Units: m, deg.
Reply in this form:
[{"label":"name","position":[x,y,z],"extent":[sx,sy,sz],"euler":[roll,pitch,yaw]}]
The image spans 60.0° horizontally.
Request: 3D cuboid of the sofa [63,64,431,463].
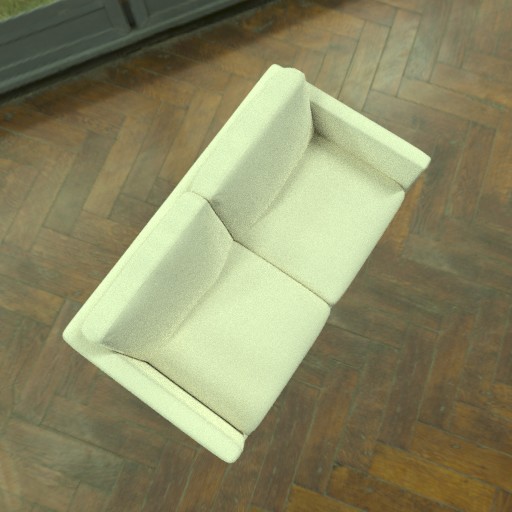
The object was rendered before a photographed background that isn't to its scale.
[{"label":"sofa","position":[0.000,0.000,2.271],"extent":[0.964,0.888,1.702],"euler":[34,79,8]}]
